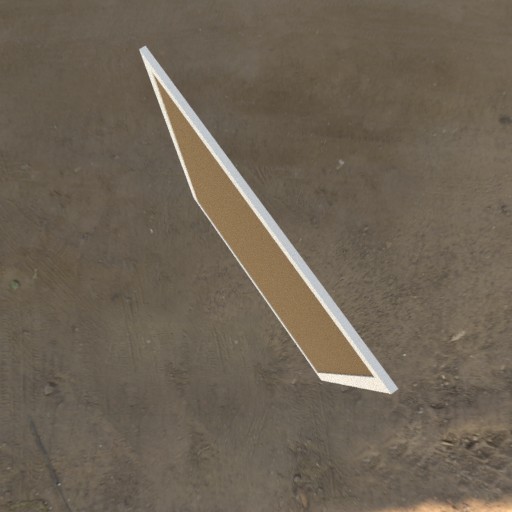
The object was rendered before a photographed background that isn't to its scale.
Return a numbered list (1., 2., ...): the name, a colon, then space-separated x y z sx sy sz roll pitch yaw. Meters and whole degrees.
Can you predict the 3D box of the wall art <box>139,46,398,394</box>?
1. wall art: 0.000 0.000 1.212 0.015 0.812 0.812 -34 78 -8
